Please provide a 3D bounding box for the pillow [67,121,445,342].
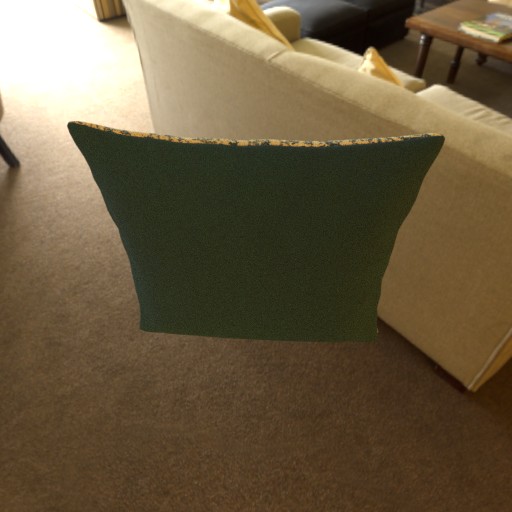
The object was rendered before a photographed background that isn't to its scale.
[{"bbox_3d":[0.000,0.000,0.787,0.523,0.510,0.166,3,46,2],"label":"pillow"}]
